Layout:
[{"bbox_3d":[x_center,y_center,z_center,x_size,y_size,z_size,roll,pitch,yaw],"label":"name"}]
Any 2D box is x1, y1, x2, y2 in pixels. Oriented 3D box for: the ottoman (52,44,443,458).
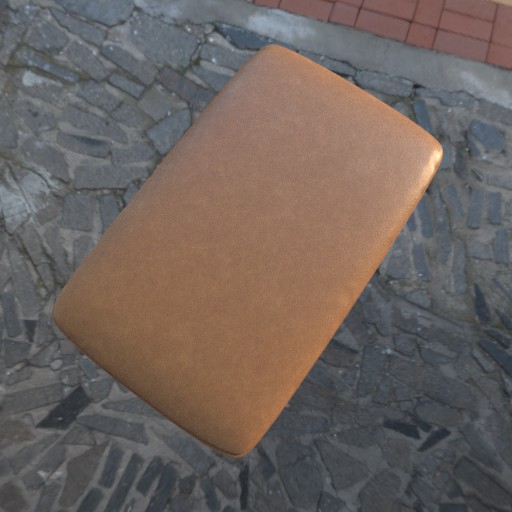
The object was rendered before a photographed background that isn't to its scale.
[{"bbox_3d":[0.000,0.000,0.957,0.420,0.480,0.670,34,79,8],"label":"ottoman"}]
